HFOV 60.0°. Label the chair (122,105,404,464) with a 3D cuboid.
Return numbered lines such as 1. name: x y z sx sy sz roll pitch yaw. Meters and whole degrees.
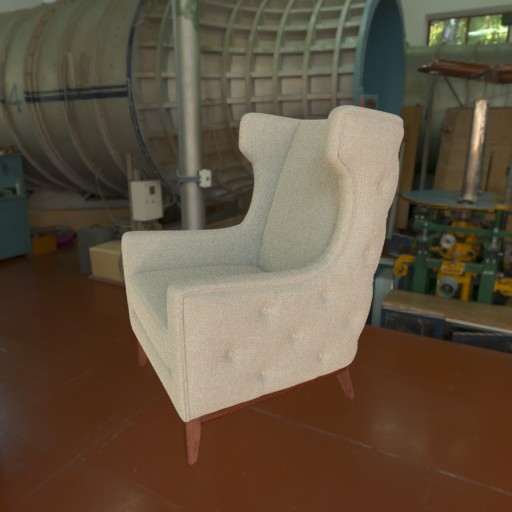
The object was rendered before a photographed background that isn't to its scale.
1. chair: 0.000 0.000 1.710 0.899 1.079 0.778 -8 18 -26
